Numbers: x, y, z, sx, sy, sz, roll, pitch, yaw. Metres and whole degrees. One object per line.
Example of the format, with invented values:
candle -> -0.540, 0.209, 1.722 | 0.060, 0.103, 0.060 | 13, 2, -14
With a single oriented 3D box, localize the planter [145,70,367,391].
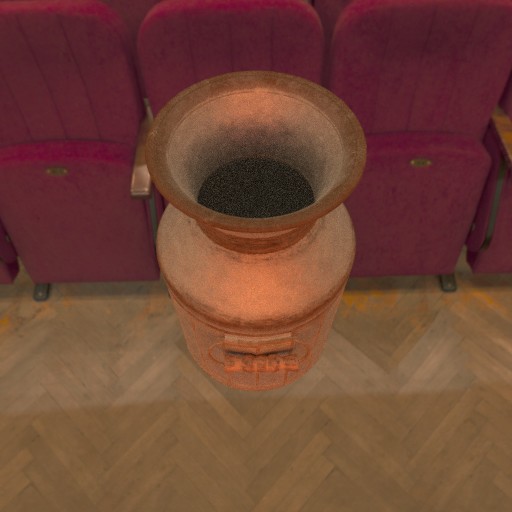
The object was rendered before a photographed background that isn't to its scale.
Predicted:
planter -> 0.000, 0.000, 0.506 | 0.215, 0.358, 0.248 | -1, 59, -1
